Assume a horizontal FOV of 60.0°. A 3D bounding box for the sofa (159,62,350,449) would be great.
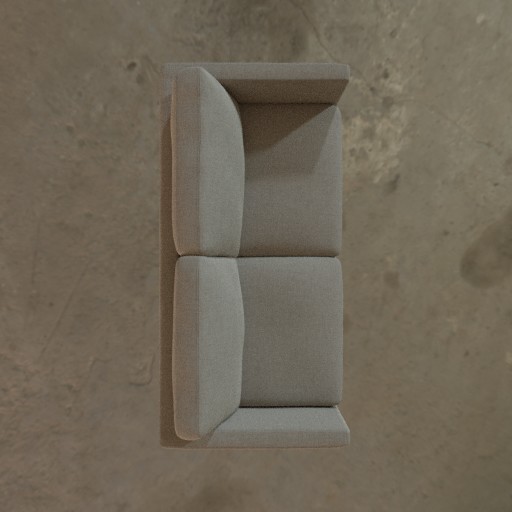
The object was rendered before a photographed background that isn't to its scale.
[{"bbox_3d":[0.000,0.000,2.413,0.951,0.947,1.884,0,90,0],"label":"sofa"}]
